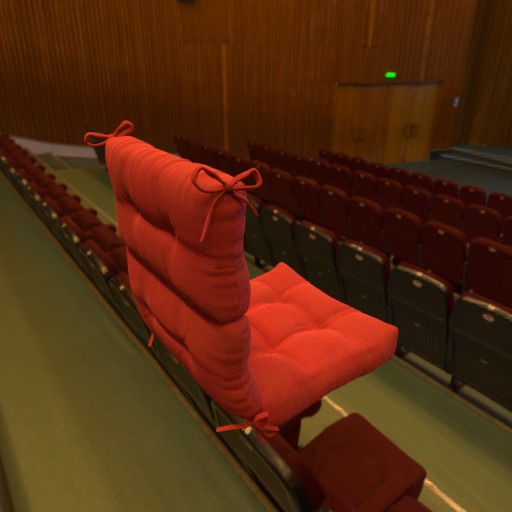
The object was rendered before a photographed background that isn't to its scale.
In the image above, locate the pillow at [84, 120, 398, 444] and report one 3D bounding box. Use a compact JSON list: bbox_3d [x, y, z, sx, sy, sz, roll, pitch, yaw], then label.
[{"bbox_3d":[0.000,0.000,1.048,0.571,0.605,0.519,-18,31,-33],"label":"pillow"}]
